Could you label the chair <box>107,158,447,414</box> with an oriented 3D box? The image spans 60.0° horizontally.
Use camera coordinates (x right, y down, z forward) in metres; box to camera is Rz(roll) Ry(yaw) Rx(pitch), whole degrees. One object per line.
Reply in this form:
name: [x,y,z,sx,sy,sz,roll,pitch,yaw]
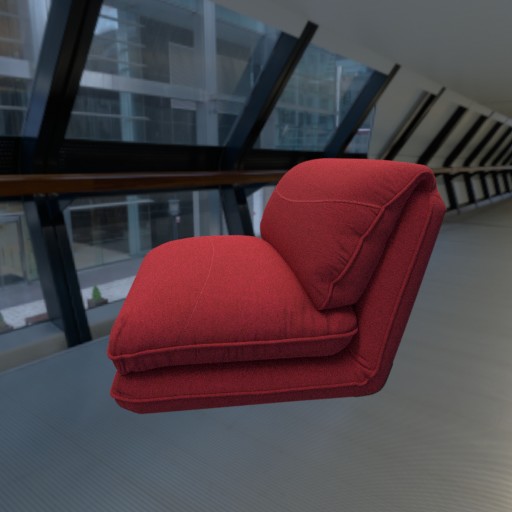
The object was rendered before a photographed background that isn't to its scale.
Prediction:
chair: [0.000,0.000,1.354,0.780,0.580,0.820,-2,13,-8]
